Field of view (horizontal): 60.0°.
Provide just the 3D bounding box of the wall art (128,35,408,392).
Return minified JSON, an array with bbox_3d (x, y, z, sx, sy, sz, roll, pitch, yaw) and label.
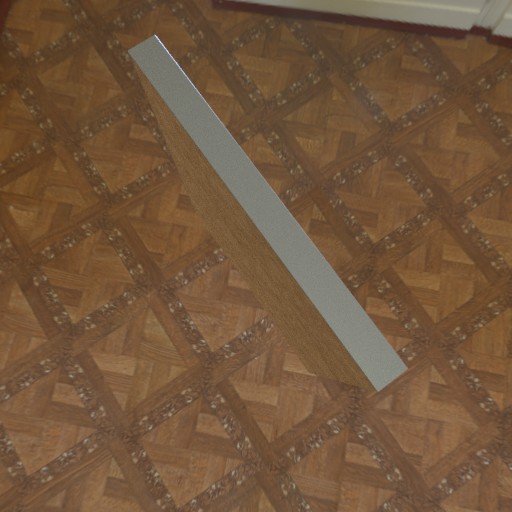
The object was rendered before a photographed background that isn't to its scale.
[{"bbox_3d":[0.000,0.000,0.732,0.037,0.554,0.453,-34,79,-7],"label":"wall art"}]
